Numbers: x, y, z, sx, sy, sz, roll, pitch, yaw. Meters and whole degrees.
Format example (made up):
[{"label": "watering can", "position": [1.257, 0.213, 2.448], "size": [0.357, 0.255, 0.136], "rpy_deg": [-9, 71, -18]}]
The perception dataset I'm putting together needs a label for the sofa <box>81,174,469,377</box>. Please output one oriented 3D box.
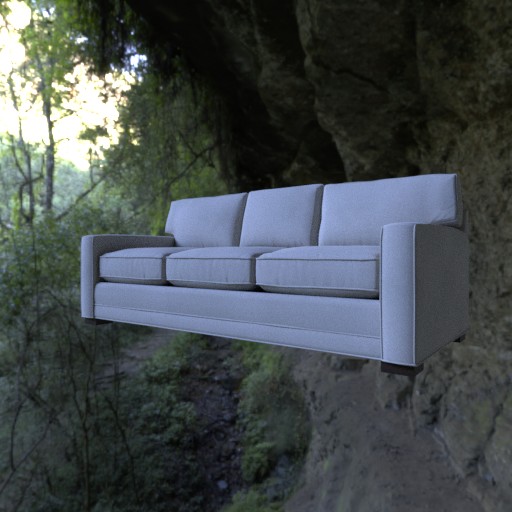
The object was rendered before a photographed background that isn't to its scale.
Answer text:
[{"label": "sofa", "position": [0.000, 0.000, 2.556], "size": [2.088, 0.862, 0.935], "rpy_deg": [0, 1, 36]}]
